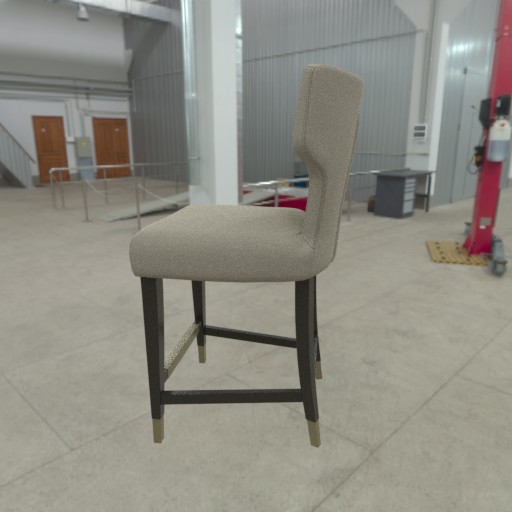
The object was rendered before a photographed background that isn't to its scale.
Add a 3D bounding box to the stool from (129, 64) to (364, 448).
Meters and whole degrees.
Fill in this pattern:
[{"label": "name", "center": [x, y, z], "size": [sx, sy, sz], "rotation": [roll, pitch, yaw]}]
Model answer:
[{"label": "stool", "center": [0.000, 0.000, 1.311], "size": [0.563, 0.982, 0.527], "rotation": [2, 15, 9]}]
